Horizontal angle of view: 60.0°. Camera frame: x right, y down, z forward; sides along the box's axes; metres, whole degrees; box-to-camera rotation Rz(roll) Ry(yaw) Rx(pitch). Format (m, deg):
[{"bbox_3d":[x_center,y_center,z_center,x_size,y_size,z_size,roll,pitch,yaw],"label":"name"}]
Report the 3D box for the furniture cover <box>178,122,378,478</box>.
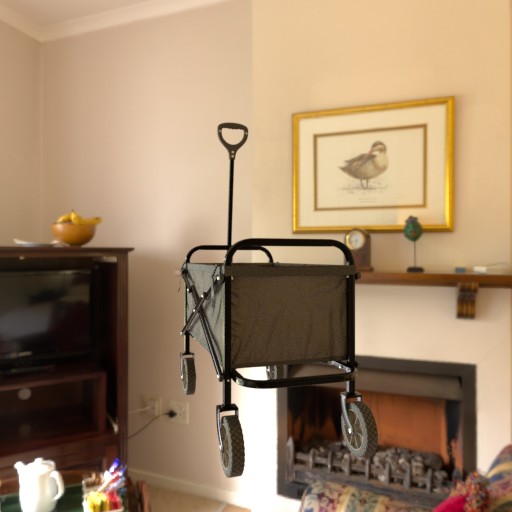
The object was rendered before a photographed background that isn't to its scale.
[{"bbox_3d":[0.000,0.000,1.794,0.532,1.295,1.038,0,0,-17],"label":"furniture cover"}]
